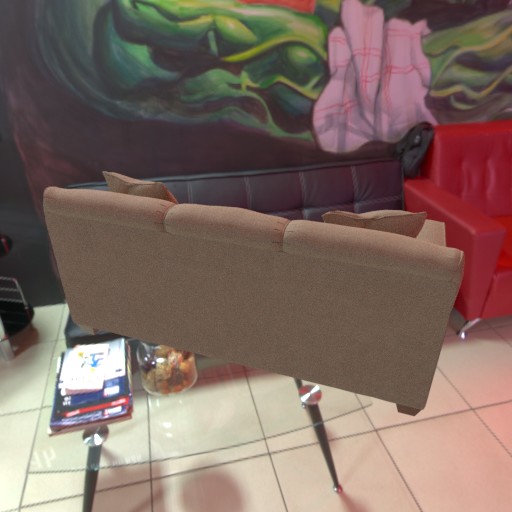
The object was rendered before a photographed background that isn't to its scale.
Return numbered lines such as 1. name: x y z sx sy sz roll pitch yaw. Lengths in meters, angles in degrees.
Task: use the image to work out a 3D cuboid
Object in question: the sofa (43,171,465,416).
1. sofa: 0.000 0.000 2.564 2.024 0.958 0.997 10 32 16
